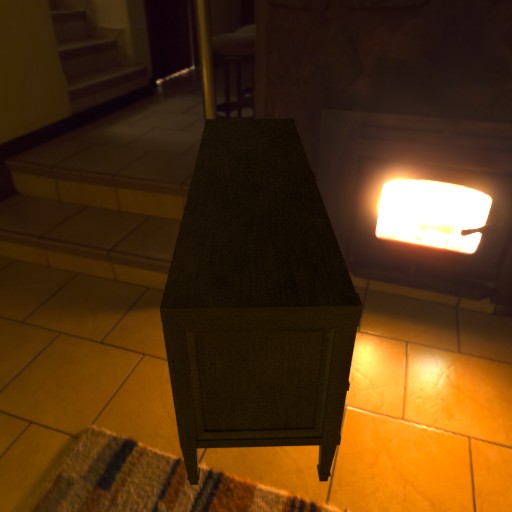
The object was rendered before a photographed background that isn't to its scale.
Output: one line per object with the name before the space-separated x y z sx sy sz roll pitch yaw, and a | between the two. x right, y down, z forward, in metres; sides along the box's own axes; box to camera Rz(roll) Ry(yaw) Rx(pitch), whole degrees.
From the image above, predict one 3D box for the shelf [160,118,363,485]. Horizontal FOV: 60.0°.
shelf | 0.000 0.000 1.863 0.479 0.719 1.575 -1 32 -1
